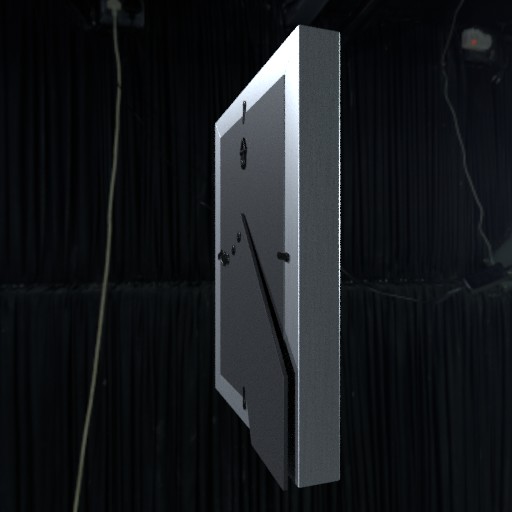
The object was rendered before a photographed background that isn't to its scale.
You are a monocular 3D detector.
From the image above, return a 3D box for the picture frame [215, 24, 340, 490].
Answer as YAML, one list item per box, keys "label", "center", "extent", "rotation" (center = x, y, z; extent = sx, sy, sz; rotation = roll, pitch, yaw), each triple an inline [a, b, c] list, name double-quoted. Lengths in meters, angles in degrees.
- label: "picture frame"
  center: [0.000, 0.000, 0.275]
  extent: [0.028, 0.208, 0.157]
  rotation: [0, 0, -19]
